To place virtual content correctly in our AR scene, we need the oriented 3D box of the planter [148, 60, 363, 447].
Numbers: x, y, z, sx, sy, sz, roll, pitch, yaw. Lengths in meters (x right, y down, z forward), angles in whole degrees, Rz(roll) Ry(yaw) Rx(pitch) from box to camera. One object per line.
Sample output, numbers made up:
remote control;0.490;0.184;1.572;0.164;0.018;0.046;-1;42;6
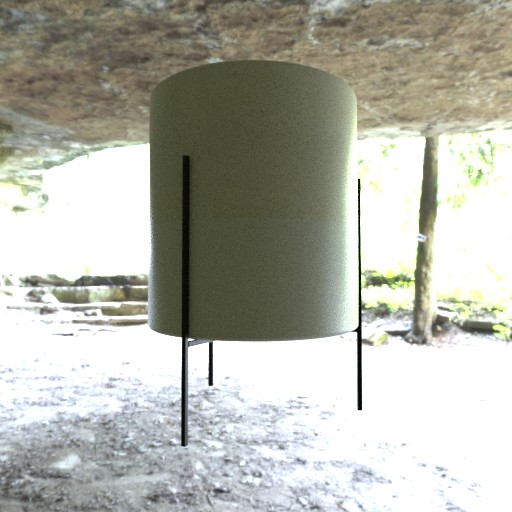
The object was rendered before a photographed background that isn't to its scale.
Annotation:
planter;0.000;0.000;0.704;0.333;0.483;0.324;0;-2;1
